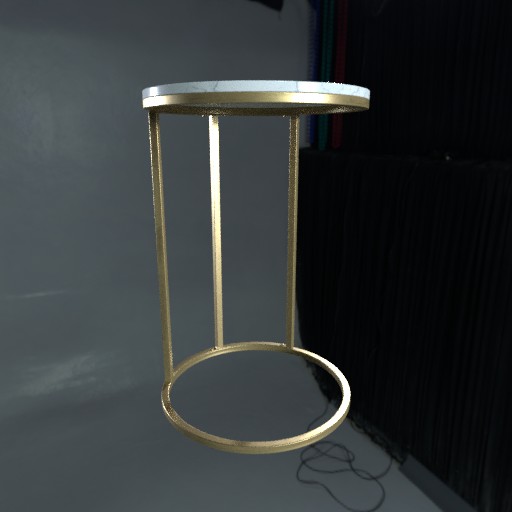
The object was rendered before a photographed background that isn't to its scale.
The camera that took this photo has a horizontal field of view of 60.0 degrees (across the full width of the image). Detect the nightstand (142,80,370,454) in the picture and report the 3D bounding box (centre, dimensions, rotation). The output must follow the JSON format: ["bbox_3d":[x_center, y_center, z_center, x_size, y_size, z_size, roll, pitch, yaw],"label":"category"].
[{"bbox_3d":[0.000,0.000,0.883,0.400,0.610,0.400,-8,17,-28],"label":"nightstand"}]
